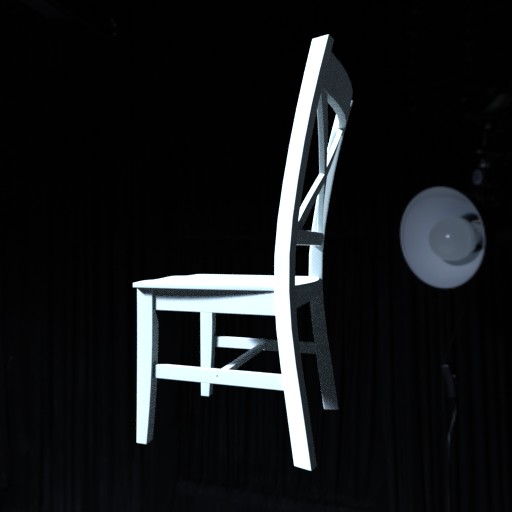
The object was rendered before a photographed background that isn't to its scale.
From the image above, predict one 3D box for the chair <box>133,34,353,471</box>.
[{"bbox_3d":[0.000,0.000,1.287,0.542,0.983,0.485,0,1,18],"label":"chair"}]
